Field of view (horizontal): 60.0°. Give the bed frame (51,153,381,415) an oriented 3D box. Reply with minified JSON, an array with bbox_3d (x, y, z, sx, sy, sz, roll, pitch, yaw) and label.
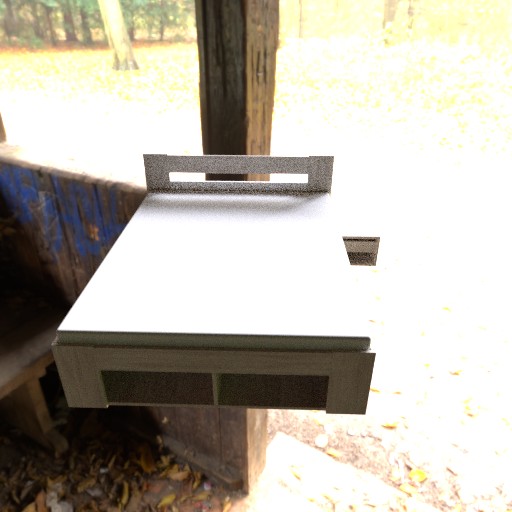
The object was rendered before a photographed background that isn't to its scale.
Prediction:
[{"bbox_3d":[0.000,0.000,3.152,2.040,0.860,2.050,1,29,2],"label":"bed frame"}]
